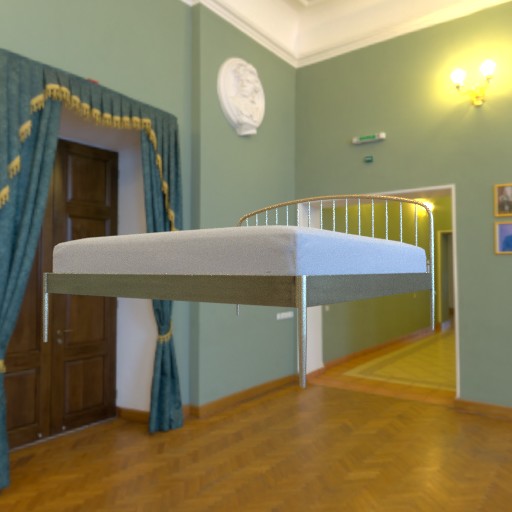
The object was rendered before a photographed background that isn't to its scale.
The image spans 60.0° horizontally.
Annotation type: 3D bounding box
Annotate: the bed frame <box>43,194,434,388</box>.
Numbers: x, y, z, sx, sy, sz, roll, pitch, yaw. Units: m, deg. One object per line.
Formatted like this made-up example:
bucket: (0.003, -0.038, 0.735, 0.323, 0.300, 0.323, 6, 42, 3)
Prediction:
bed frame: (0.000, 0.000, 3.296, 2.016, 1.174, 2.152, -1, -2, 35)
